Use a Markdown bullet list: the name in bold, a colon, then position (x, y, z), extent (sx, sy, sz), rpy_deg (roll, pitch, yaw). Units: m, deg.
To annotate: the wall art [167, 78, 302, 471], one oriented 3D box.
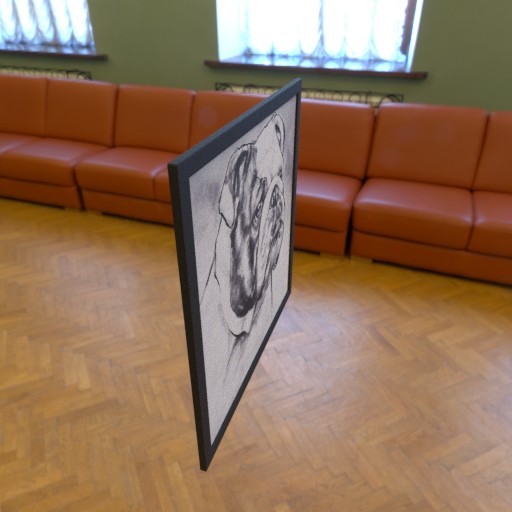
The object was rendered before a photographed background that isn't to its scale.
- **wall art**: position (0.000, 0.000, 0.856), extent (0.012, 0.558, 0.562), rpy_deg (10, 33, 16)
